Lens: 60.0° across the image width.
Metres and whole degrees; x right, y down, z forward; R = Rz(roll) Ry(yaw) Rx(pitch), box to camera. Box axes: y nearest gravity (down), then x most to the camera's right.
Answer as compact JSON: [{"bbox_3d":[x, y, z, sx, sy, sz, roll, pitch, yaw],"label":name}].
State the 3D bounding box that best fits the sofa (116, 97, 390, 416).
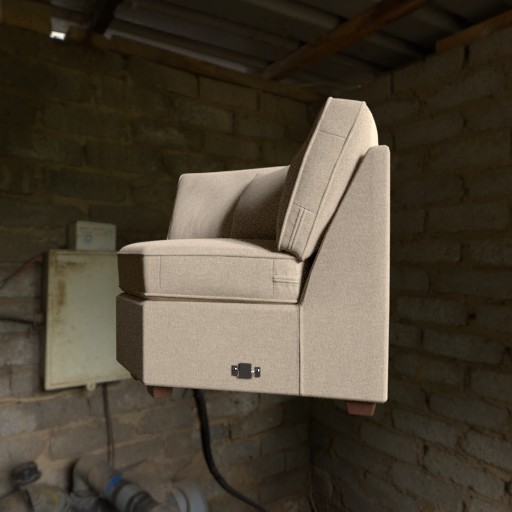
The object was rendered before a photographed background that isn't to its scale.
[{"bbox_3d":[0.000,0.000,1.842,1.050,0.937,1.042,0,1,16],"label":"sofa"}]
